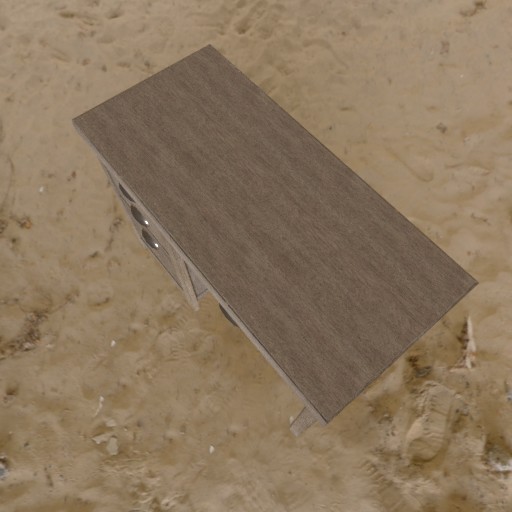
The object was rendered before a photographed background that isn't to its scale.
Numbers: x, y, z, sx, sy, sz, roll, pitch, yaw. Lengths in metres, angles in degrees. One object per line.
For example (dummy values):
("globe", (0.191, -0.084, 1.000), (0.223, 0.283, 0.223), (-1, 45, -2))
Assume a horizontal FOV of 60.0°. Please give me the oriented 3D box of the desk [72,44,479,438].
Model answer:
("desk", (0.000, 0.000, 1.814), (0.610, 0.912, 1.289), (-36, 69, -16))
